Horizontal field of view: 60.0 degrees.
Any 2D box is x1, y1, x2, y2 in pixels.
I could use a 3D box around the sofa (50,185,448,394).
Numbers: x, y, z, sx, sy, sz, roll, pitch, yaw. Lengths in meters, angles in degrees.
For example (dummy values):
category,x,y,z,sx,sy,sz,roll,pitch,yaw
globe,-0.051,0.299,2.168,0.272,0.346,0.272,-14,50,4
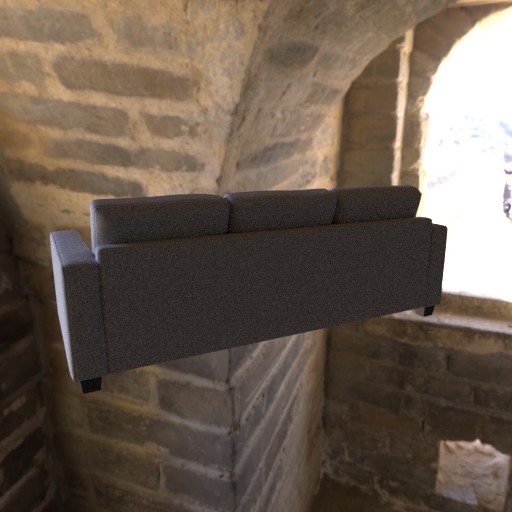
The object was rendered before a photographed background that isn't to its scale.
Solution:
category,x,y,z,sx,sy,sz,roll,pitch,yaw
sofa,0.000,0.000,2.568,2.120,0.800,0.900,-7,15,-26
